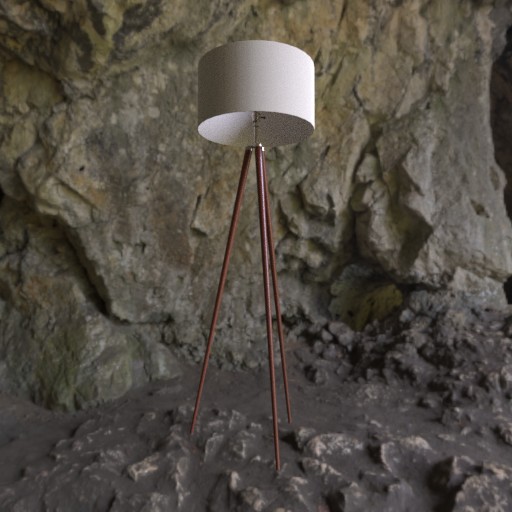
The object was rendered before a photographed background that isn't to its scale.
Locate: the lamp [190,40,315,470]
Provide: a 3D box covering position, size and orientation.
[{"bbox_3d":[0.000,0.000,1.826,0.483,1.553,0.483,1,-2,-17],"label":"lamp"}]
